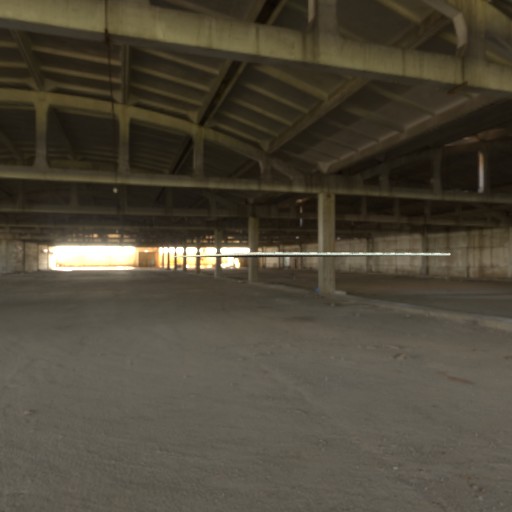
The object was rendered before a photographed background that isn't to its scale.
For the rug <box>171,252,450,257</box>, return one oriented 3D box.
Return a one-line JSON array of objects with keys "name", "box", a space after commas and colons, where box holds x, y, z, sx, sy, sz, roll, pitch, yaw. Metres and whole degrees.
[{"name": "rug", "box": [0.000, 0.000, 2.686, 0.750, 0.009, 2.435, 0, 0, -17]}]
